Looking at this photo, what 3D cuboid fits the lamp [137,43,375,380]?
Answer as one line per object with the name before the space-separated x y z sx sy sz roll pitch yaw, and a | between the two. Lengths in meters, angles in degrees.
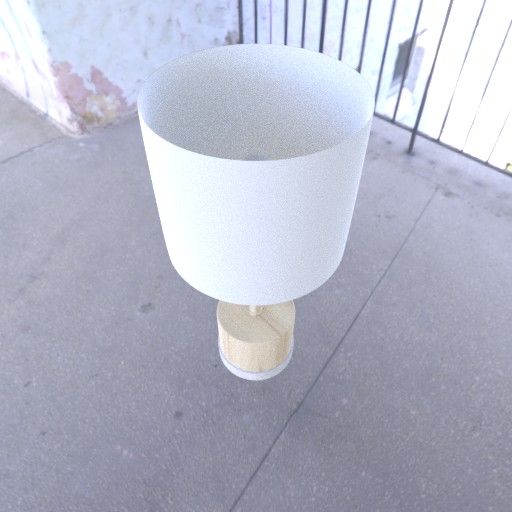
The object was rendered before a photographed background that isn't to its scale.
lamp | 0.000 0.000 0.602 0.229 0.470 0.229 -35 56 -28
